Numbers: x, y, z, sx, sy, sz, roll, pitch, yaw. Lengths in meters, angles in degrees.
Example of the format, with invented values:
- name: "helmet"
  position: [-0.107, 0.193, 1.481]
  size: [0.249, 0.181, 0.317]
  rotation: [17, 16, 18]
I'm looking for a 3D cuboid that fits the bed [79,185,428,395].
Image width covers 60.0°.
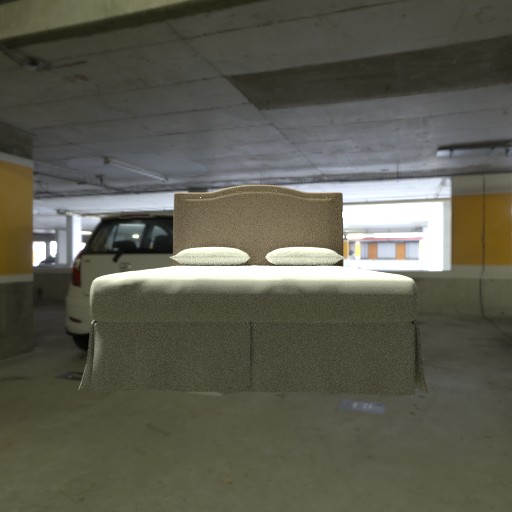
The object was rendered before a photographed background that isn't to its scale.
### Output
- name: "bed"
  position: [0.000, 0.000, 3.396]
  size: [1.821, 1.436, 2.282]
  rotation: [0, 0, 1]
